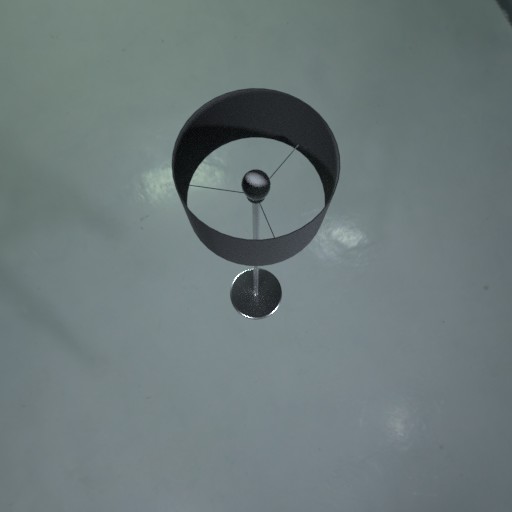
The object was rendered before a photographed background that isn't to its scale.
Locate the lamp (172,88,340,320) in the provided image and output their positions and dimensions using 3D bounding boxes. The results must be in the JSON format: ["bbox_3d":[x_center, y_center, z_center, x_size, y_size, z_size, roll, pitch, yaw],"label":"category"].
[{"bbox_3d":[0.000,0.000,1.608,0.348,1.443,0.348,-21,75,-6],"label":"lamp"}]
